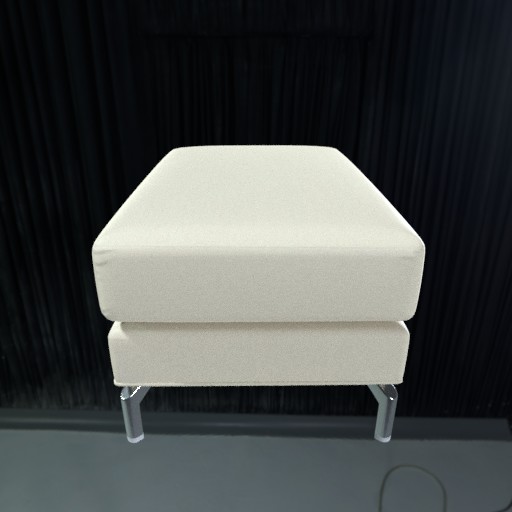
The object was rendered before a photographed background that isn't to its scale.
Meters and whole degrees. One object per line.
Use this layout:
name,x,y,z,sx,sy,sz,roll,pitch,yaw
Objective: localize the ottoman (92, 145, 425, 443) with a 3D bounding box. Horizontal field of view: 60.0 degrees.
ottoman,0.000,0.000,1.197,0.581,0.497,0.835,0,25,-1
